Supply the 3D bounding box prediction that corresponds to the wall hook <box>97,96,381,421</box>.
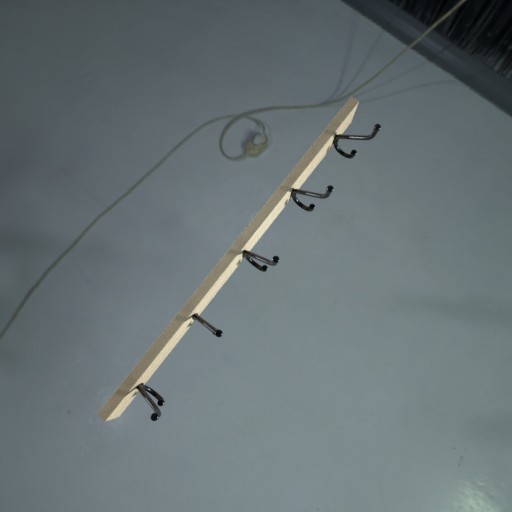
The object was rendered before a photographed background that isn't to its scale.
[{"bbox_3d":[0.000,0.000,0.611,0.071,0.117,0.571,36,78,9],"label":"wall hook"}]
